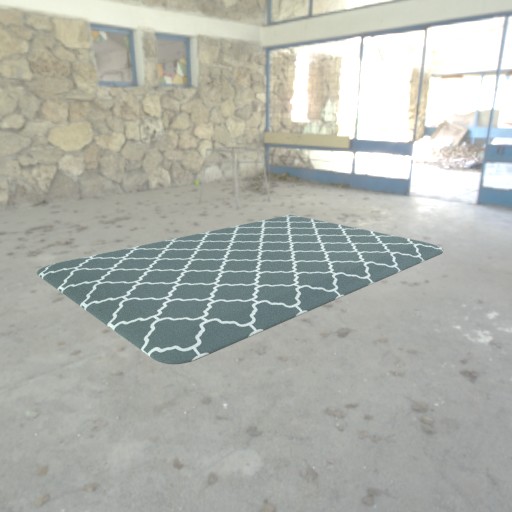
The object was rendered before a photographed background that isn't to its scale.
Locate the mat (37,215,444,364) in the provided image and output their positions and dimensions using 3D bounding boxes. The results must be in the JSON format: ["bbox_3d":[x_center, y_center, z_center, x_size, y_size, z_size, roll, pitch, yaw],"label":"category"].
[{"bbox_3d":[0.000,0.000,0.960,0.762,0.021,0.508,-15,23,-41],"label":"mat"}]
